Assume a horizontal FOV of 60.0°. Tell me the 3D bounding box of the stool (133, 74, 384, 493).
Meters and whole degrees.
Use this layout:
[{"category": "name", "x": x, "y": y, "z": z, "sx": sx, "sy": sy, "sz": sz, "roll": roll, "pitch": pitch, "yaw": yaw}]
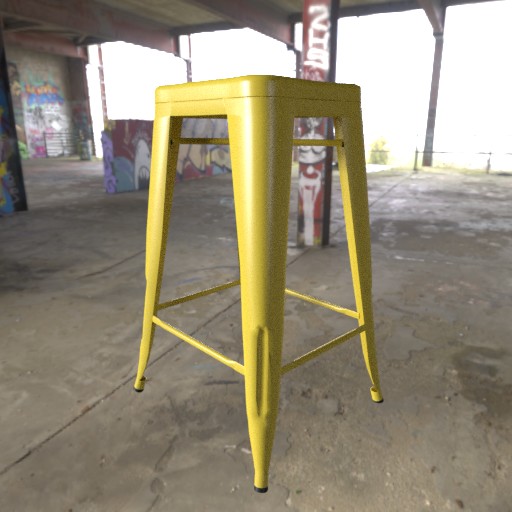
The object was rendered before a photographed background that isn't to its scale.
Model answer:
[{"category": "stool", "x": 0.000, "y": 0.000, "z": 0.844, "sx": 0.359, "sy": 0.609, "sz": 0.399, "roll": -15, "pitch": 22, "yaw": -42}]
